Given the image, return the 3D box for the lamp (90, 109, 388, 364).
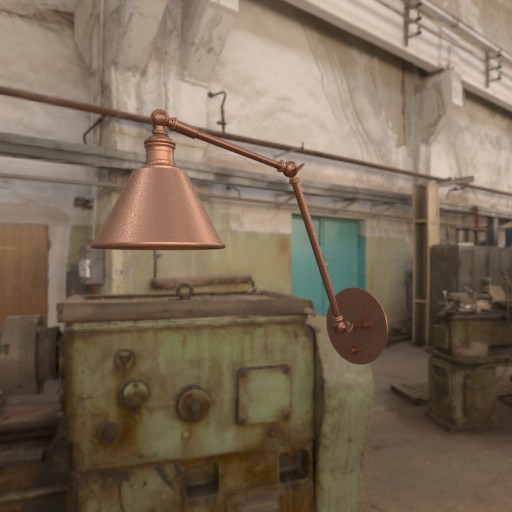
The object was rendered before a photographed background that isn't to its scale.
[{"bbox_3d":[0.000,0.000,0.871,0.624,0.502,0.223,0,0,-36],"label":"lamp"}]
